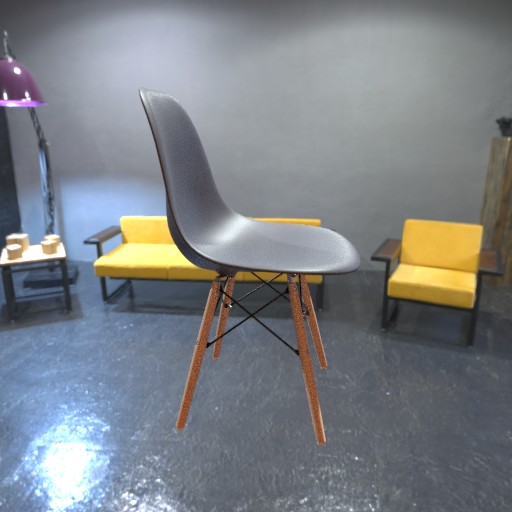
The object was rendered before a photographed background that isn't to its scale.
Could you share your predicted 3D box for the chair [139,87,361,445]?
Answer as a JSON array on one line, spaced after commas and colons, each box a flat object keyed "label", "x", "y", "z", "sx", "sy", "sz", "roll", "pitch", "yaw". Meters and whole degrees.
[{"label": "chair", "x": 0.000, "y": 0.000, "z": 1.159, "sx": 0.533, "sy": 0.826, "sz": 0.470, "roll": 3, "pitch": 16, "yaw": 9}]
